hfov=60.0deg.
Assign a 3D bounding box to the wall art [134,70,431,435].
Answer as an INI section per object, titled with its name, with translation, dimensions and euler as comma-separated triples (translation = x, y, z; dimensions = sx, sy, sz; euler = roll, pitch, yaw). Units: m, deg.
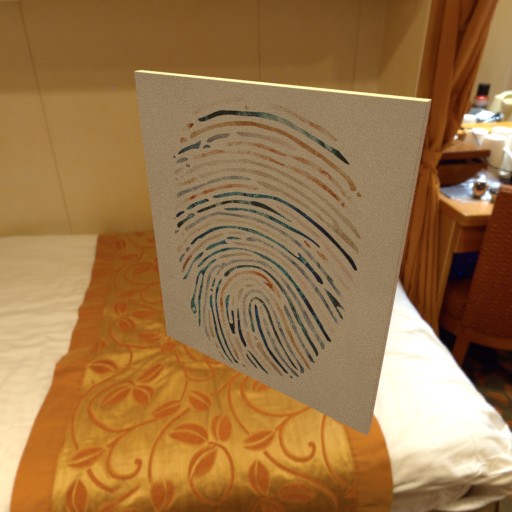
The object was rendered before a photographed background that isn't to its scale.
[wall art]
translation = 0.000, 0.000, 0.965
dimensions = 0.609, 0.710, 0.021
euler = 19, 34, 30
